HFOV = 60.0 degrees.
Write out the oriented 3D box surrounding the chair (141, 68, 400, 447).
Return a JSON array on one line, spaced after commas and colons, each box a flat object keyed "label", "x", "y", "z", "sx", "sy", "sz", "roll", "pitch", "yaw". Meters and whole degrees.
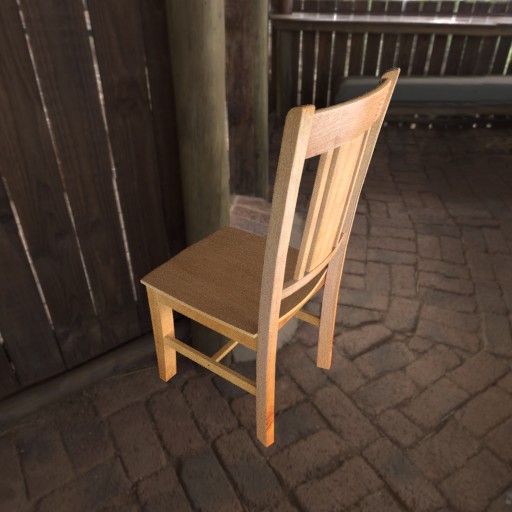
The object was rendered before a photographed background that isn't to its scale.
[{"label": "chair", "x": 0.000, "y": 0.000, "z": 1.275, "sx": 0.556, "sy": 0.998, "sz": 0.450, "roll": 21, "pitch": 38, "yaw": 29}]
